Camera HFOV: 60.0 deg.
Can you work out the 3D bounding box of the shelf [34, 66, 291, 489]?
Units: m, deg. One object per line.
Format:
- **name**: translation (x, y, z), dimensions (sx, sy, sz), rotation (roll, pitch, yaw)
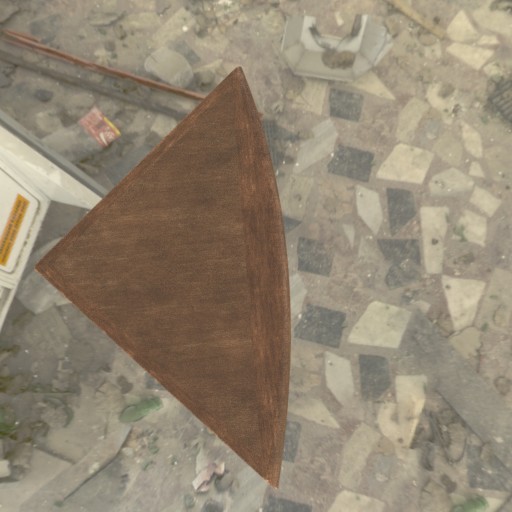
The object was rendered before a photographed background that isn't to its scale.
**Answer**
- **shelf**: translation (0.000, 0.000, 0.461), dimensions (0.310, 0.050, 0.310), rotation (39, 78, 10)
